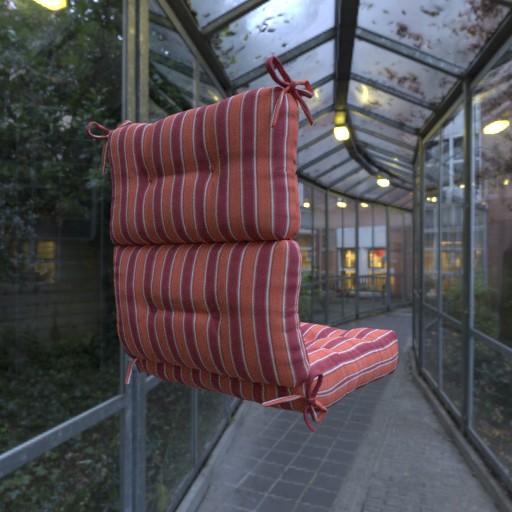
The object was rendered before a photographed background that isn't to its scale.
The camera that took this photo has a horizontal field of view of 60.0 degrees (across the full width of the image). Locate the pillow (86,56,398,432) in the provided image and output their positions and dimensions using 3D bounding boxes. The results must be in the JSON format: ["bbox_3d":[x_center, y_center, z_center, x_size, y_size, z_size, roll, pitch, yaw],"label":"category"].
[{"bbox_3d":[0.000,0.000,1.020,0.519,0.605,0.571,0,-1,37],"label":"pillow"}]
